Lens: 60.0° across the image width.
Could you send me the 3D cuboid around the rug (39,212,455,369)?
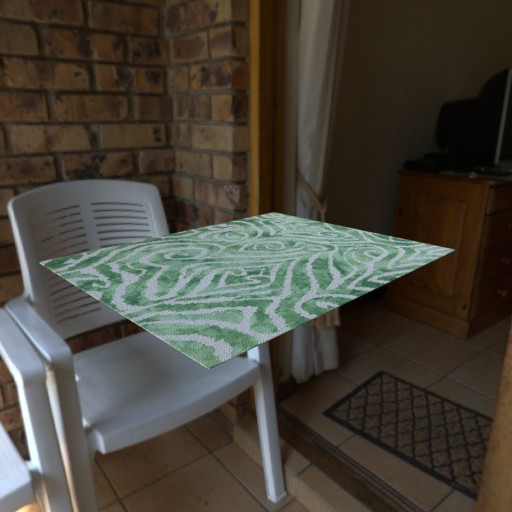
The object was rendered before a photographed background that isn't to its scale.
[{"bbox_3d":[0.000,0.000,4.140,3.045,0.007,2.436,-16,24,-42],"label":"rug"}]
